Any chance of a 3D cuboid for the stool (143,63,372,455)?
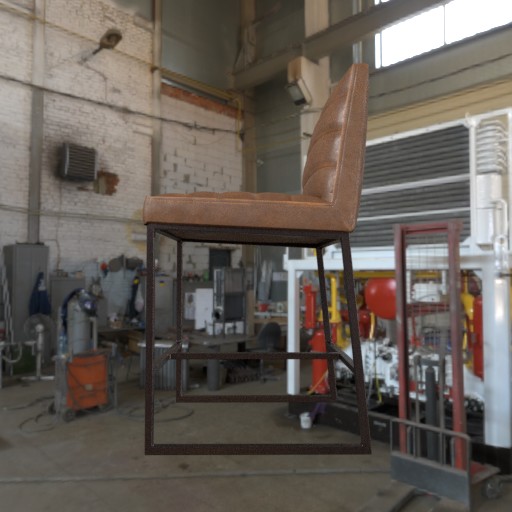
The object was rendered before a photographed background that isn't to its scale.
[{"bbox_3d":[0.000,0.000,1.266,0.562,0.942,0.463,0,-2,0],"label":"stool"}]
